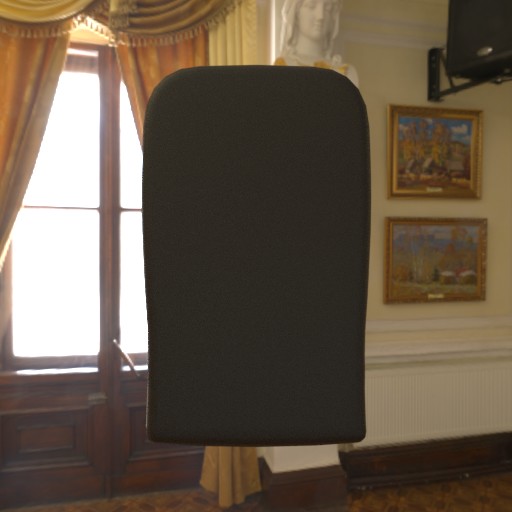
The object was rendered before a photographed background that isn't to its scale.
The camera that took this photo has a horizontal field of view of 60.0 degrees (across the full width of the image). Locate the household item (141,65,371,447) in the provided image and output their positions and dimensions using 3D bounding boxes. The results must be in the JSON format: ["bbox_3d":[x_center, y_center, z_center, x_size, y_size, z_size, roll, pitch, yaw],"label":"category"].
[{"bbox_3d":[0.000,0.000,0.147,0.070,0.114,0.038,0,0,-1],"label":"household item"}]
